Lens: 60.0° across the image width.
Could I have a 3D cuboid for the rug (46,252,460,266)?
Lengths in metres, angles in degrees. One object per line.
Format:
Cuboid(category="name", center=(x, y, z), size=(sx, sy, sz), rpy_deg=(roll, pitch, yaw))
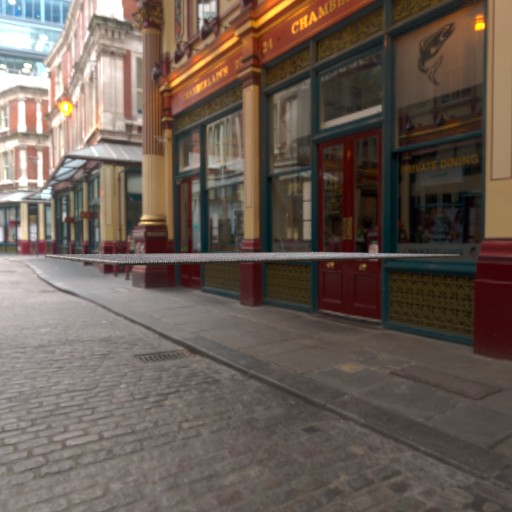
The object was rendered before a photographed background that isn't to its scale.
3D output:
Cuboid(category="rug", center=(0.000, 0.000, 2.224), size=(1.748, 0.014, 1.144), rpy_deg=(-1, 2, -35))
